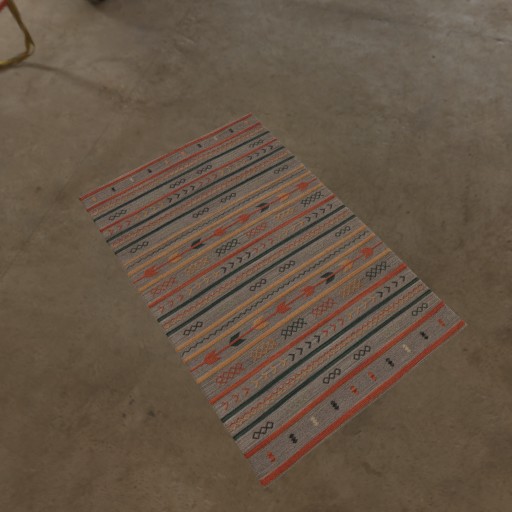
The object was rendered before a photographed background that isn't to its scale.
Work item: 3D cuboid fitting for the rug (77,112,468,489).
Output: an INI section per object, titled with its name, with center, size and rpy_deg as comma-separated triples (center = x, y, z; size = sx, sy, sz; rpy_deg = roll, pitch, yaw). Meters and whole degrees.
[rug]
center = 0.000, 0.000, 2.350
size = 1.220, 0.017, 1.835
rpy_deg = -31, 64, -17
